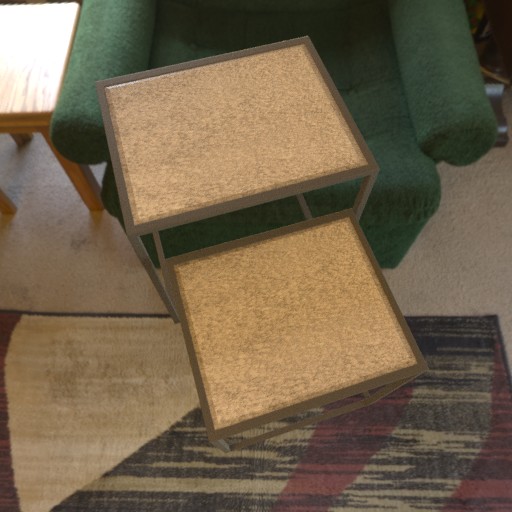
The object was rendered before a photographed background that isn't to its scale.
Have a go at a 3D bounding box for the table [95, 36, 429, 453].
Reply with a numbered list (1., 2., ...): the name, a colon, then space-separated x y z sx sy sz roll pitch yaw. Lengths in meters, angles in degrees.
1. table: 0.000 0.000 1.099 0.508 0.540 0.788 -16 65 -8
